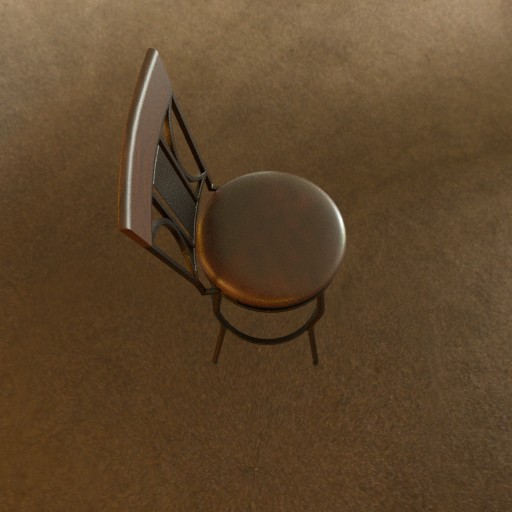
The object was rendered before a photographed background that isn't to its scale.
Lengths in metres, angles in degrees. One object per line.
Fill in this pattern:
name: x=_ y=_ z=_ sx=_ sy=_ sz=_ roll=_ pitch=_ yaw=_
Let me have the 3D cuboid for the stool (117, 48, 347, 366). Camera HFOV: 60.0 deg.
stool: x=0.000 y=0.000 z=1.365 sx=0.513 sy=1.130 sz=0.448 roll=1 pitch=64 yaw=0
